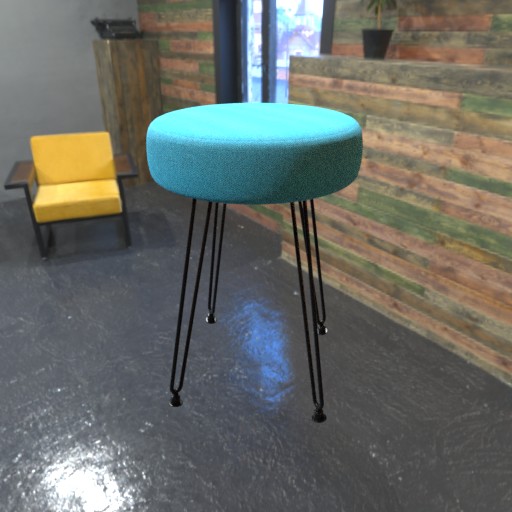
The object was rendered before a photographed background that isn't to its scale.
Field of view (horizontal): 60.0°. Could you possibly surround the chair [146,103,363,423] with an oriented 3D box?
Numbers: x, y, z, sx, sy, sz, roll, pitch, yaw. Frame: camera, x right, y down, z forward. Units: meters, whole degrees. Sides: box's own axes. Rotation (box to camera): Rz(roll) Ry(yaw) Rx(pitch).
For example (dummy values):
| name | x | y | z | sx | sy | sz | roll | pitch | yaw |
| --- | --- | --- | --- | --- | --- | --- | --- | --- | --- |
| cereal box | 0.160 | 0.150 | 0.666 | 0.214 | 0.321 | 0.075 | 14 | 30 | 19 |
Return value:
| name | x | y | z | sx | sy | sz | roll | pitch | yaw |
| --- | --- | --- | --- | --- | --- | --- | --- | --- | --- |
| chair | 0.000 | 0.000 | 0.710 | 0.350 | 0.440 | 0.350 | -18 | 32 | -32 |
